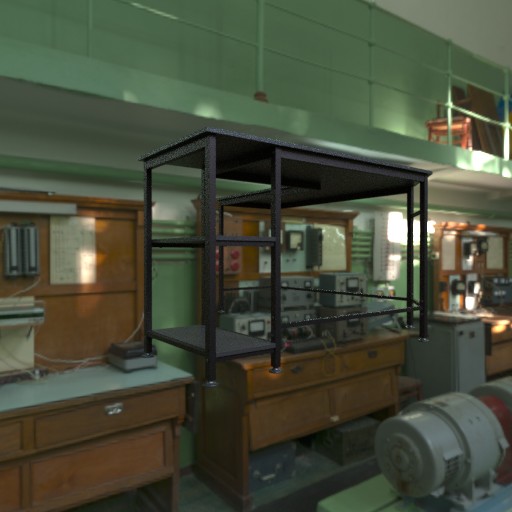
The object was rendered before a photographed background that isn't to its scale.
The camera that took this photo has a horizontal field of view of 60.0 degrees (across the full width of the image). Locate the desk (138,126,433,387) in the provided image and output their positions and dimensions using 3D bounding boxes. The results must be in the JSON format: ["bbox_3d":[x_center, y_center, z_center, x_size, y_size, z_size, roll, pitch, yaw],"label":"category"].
[{"bbox_3d":[0.000,0.000,2.210,1.379,0.739,1.379,0,0,-37],"label":"desk"}]
